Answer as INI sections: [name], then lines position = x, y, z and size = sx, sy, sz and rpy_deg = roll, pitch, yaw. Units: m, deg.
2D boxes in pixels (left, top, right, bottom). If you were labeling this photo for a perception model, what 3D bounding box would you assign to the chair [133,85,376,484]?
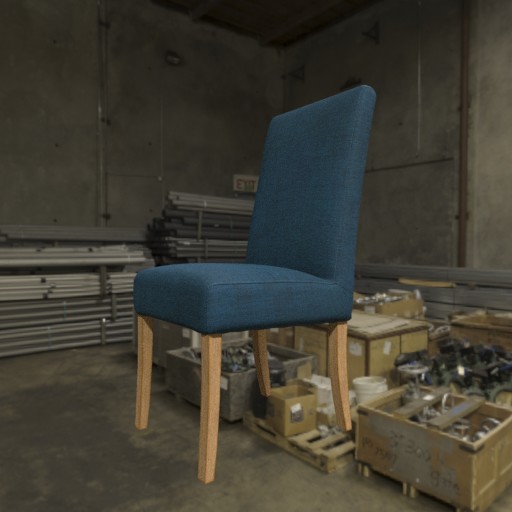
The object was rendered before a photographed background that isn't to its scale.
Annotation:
[chair]
position = 0.000, 0.000, 1.345
size = 0.610, 1.029, 0.450
rpy_deg = -1, 2, -37
